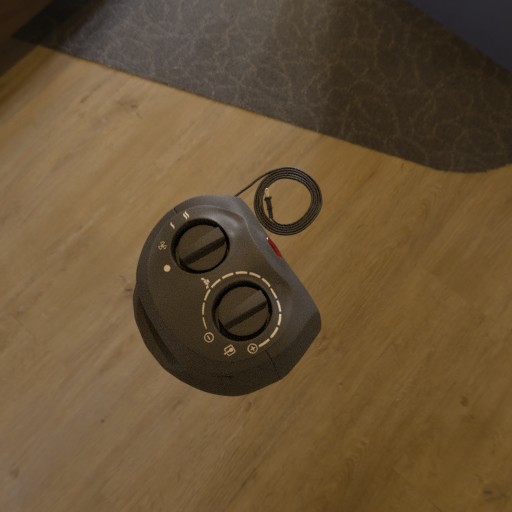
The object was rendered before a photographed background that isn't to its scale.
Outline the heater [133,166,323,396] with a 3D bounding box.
[{"bbox_3d":[0.000,0.000,0.472,0.291,0.240,0.239,-32,78,-8],"label":"heater"}]
